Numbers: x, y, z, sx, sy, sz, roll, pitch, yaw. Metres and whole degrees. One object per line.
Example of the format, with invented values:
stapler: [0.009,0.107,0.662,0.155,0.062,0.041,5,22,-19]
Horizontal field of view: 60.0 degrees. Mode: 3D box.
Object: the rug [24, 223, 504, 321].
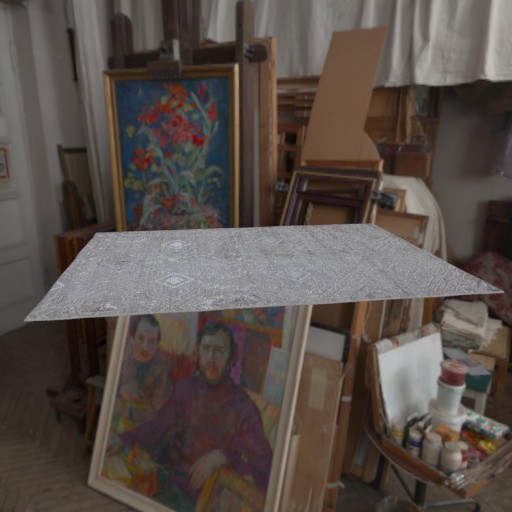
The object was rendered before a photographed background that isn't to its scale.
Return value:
rug: [0.000,0.000,4.200,3.359,0.020,2.448,-2,17,-8]
